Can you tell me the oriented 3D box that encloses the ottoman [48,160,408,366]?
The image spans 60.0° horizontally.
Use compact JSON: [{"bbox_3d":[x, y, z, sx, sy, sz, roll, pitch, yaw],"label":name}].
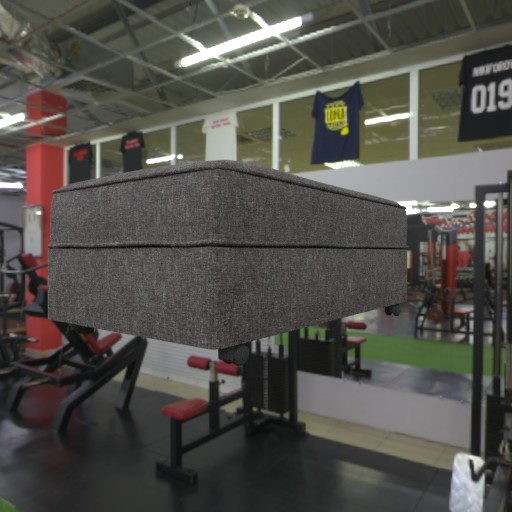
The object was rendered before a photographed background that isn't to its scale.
[{"bbox_3d":[0.000,0.000,1.574,0.717,0.487,1.184,0,1,38],"label":"ottoman"}]
